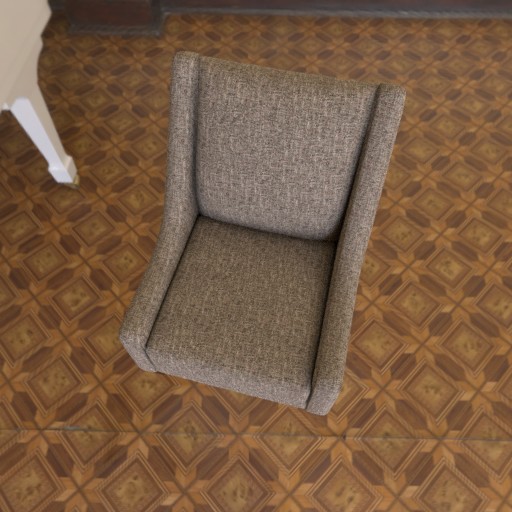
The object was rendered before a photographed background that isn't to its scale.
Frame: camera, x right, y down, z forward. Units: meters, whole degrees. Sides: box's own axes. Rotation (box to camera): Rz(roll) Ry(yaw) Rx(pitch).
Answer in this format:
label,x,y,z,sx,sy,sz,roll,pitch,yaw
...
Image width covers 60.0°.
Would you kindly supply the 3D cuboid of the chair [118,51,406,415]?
label,x,y,z,sx,sy,sz,roll,pitch,yaw
chair,0.000,0.000,1.621,0.774,1.014,0.870,12,59,7
